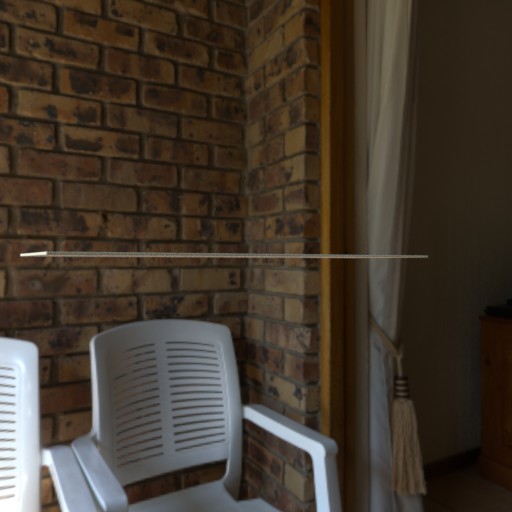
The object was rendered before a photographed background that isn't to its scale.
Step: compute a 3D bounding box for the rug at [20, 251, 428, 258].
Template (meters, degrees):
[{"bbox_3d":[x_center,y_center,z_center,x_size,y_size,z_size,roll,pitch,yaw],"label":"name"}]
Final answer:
[{"bbox_3d":[0.000,0.000,2.514,2.297,0.013,0.661,0,-1,-35],"label":"rug"}]
